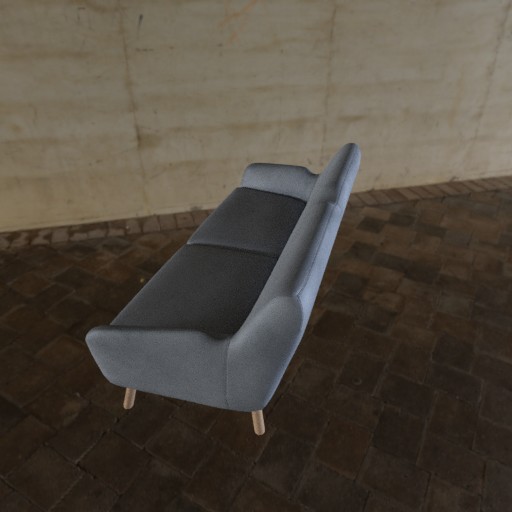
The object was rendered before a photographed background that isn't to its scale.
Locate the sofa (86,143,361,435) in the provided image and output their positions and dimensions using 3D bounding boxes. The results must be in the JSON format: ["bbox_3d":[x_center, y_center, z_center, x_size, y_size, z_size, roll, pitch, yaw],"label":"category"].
[{"bbox_3d":[0.000,0.000,2.334,0.850,0.810,1.870,9,32,15],"label":"sofa"}]
